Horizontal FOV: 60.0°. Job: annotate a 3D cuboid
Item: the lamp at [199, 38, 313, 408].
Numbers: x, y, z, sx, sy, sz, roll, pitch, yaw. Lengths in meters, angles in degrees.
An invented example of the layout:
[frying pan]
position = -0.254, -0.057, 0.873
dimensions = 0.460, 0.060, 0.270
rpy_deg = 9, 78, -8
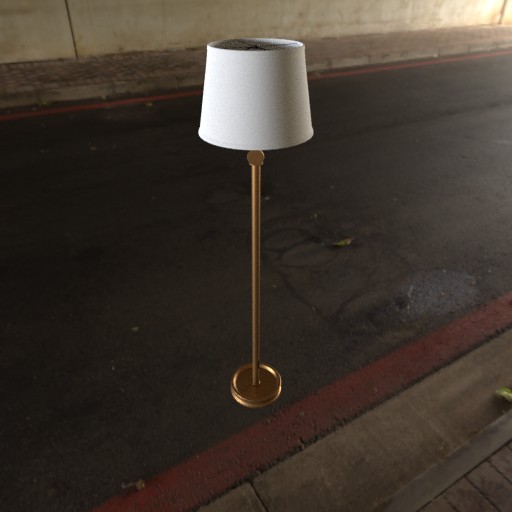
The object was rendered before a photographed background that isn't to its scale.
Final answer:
[lamp]
position = 0.000, 0.000, 0.817
dimensions = 0.178, 0.710, 0.178
rpy_deg = 0, 32, 0
